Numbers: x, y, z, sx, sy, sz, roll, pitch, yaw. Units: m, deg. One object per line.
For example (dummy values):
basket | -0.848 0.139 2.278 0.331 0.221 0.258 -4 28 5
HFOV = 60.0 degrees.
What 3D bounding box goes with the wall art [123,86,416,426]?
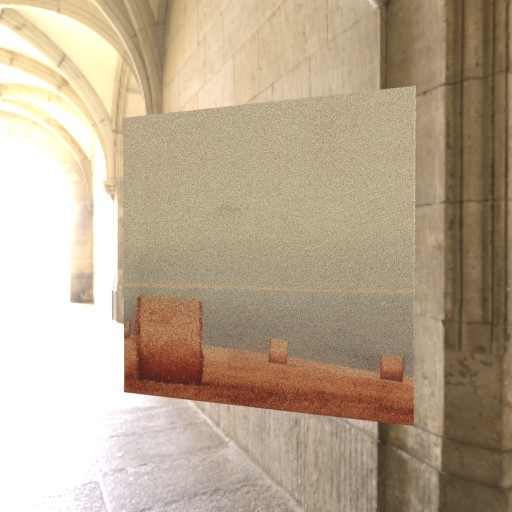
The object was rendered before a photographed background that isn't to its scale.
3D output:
wall art | 0.000 0.000 1.126 0.760 0.760 0.042 0 1 18
